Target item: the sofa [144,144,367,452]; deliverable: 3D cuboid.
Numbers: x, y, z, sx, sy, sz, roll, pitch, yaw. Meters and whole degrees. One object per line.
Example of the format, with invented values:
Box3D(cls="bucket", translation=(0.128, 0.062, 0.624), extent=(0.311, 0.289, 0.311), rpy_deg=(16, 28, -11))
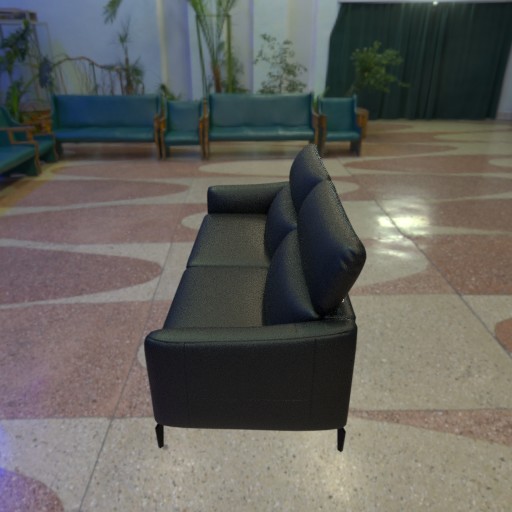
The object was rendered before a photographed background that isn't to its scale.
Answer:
Box3D(cls="sofa", translation=(0.000, 0.000, 2.594), extent=(0.856, 0.957, 2.069), rpy_deg=(1, 26, 1))
